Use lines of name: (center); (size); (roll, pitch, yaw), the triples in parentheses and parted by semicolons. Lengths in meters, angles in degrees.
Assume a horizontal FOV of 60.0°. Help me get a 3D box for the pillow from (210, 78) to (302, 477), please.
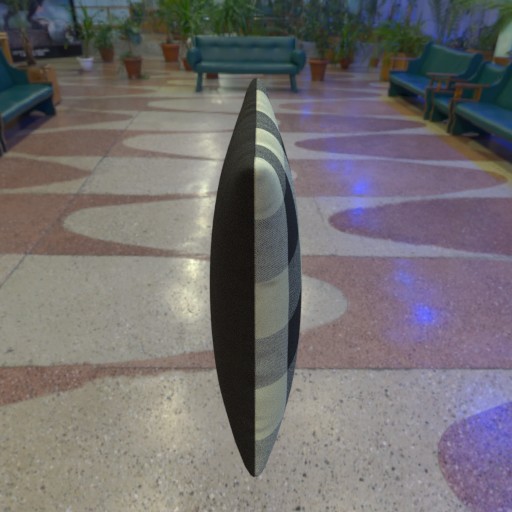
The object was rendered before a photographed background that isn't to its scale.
pillow: (0.000, 0.000, 0.779); (0.161, 0.509, 0.511); (0, 31, 0)
